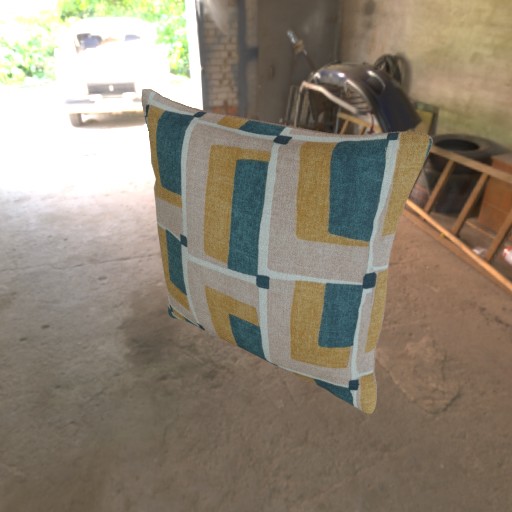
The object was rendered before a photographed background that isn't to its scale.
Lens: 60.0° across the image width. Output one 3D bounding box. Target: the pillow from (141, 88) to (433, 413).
[{"bbox_3d":[0.000,0.000,0.737,0.478,0.479,0.158,20,37,29],"label":"pillow"}]
